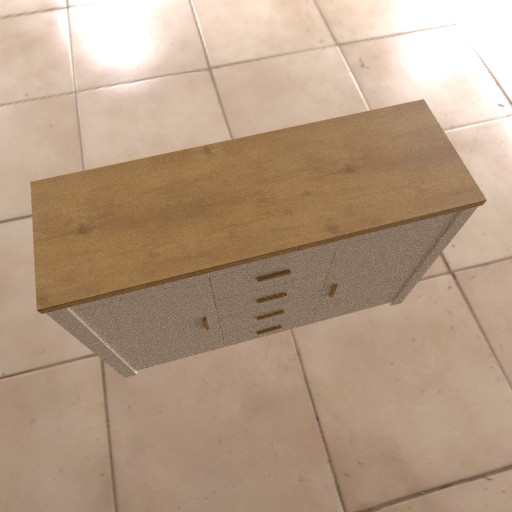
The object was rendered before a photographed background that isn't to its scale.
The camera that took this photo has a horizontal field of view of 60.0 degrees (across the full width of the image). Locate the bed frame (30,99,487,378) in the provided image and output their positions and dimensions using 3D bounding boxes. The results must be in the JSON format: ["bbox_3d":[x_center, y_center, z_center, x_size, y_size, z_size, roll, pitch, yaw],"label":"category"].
[{"bbox_3d":[0.000,0.000,1.703,1.300,0.850,0.430,-14,63,-7],"label":"bed frame"}]
